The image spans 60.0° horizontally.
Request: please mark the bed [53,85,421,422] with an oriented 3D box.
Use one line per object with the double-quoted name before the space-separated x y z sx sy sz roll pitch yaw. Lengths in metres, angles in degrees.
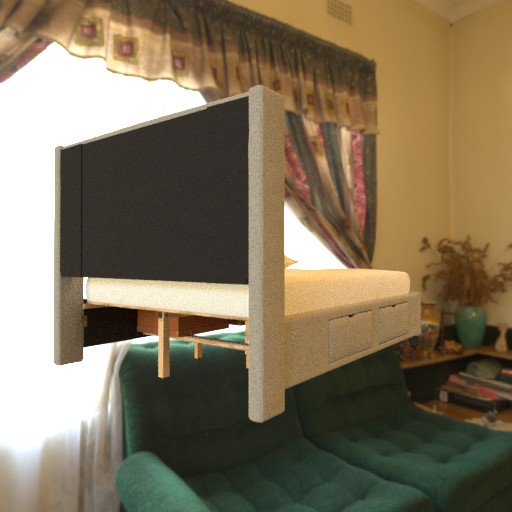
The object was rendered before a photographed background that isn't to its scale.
"bed" 0.000 0.000 3.342 1.774 1.491 2.222 0 -1 38
